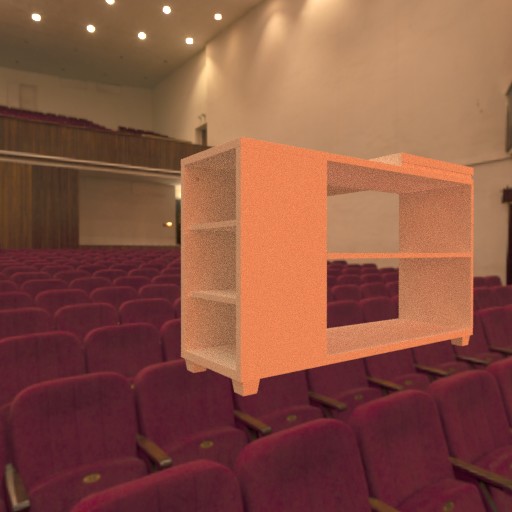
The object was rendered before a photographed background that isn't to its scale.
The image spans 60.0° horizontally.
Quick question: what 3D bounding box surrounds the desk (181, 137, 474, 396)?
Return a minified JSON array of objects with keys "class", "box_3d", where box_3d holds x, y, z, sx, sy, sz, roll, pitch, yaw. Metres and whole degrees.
[{"class":"desk","box_3d":[0.000,0.000,2.169,1.199,0.759,1.524,0,1,-36]}]
